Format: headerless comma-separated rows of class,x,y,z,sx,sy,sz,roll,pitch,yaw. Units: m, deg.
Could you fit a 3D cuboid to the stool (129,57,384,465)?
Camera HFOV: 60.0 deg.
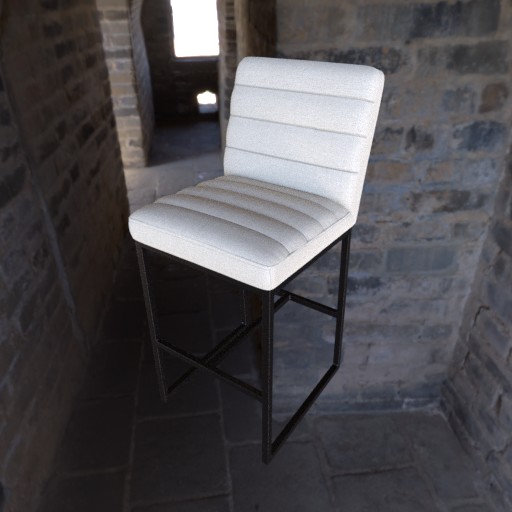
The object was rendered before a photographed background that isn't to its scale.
stool,0.000,0.000,1.332,0.460,1.040,0.560,19,35,29
